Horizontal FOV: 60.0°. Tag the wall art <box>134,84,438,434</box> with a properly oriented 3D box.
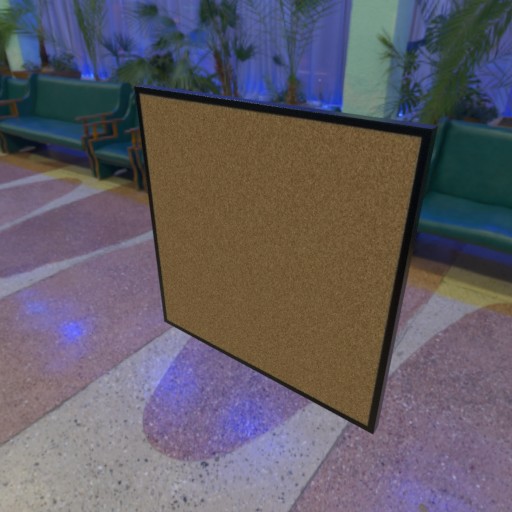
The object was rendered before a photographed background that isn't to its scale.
[{"bbox_3d":[0.000,0.000,0.522,0.349,0.349,0.014,20,35,32],"label":"wall art"}]
